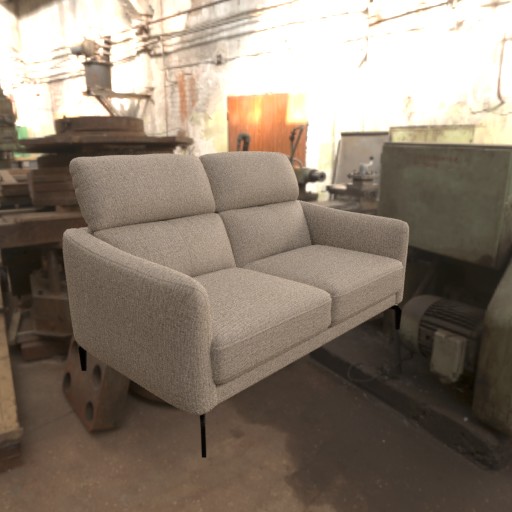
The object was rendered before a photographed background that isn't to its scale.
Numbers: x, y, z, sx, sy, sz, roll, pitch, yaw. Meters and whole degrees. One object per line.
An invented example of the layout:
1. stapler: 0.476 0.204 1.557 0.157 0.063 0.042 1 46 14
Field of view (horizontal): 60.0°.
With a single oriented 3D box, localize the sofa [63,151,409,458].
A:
1. sofa: 0.000 0.000 2.107 0.905 0.950 1.540 13 19 41
